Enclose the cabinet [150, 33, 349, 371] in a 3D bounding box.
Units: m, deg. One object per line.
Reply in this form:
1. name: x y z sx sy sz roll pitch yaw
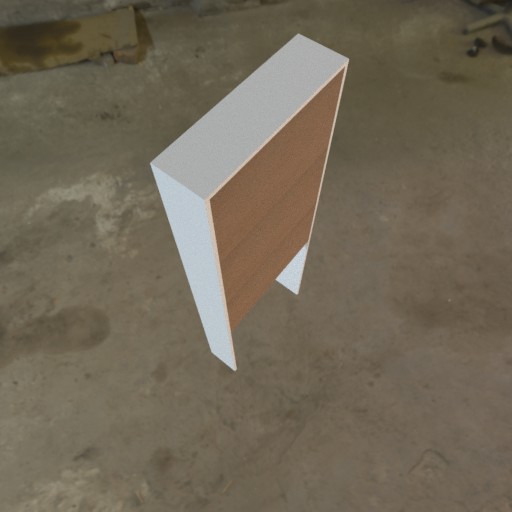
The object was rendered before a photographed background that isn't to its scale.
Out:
1. cabinet: 0.000 0.000 2.001 0.192 1.770 0.643 35 68 17
